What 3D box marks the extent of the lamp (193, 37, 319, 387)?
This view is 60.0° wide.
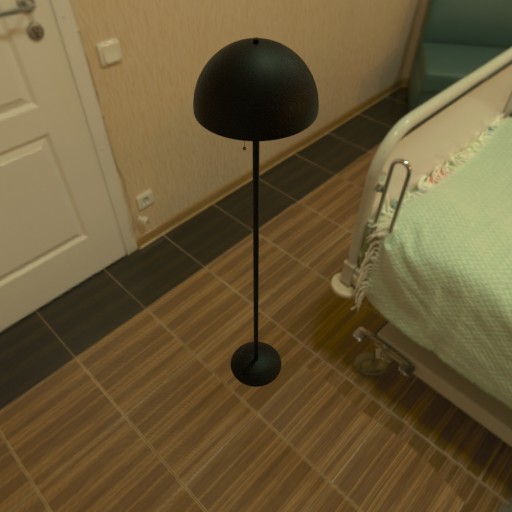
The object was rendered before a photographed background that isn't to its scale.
[{"bbox_3d":[0.000,0.000,1.577,0.328,1.480,0.328,11,47,10],"label":"lamp"}]
